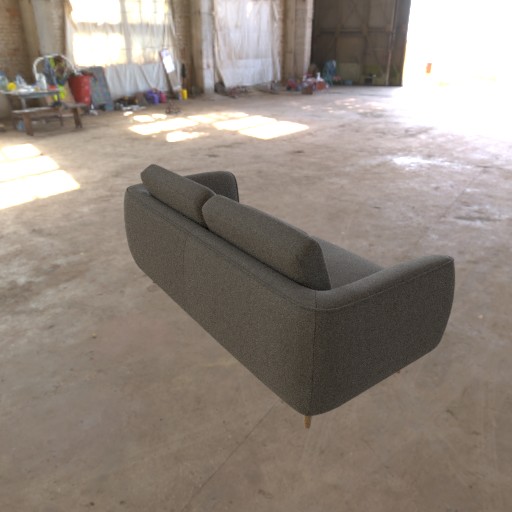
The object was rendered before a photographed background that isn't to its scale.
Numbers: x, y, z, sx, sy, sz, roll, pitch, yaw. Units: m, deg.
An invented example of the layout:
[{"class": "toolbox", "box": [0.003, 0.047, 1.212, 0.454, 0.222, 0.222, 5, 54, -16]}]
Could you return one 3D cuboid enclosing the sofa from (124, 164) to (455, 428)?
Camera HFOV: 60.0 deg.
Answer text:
[{"class": "sofa", "box": [0.000, 0.000, 2.547, 0.920, 0.870, 2.000, -17, 30, -32]}]
